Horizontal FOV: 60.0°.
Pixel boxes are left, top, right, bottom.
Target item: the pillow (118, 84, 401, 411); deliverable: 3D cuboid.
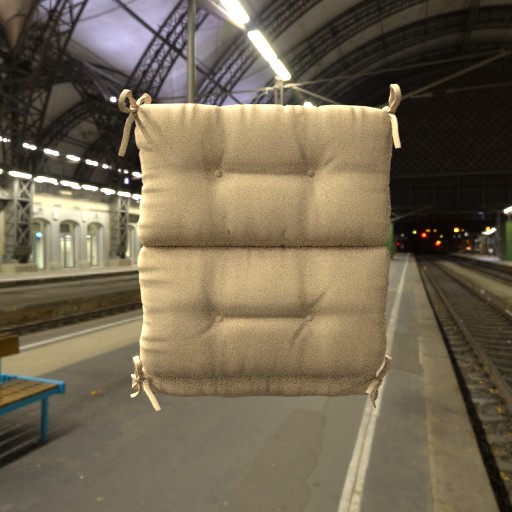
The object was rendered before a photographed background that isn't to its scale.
[{"bbox_3d":[0.000,0.000,1.024,0.519,0.605,0.571,0,1,-2],"label":"pillow"}]
